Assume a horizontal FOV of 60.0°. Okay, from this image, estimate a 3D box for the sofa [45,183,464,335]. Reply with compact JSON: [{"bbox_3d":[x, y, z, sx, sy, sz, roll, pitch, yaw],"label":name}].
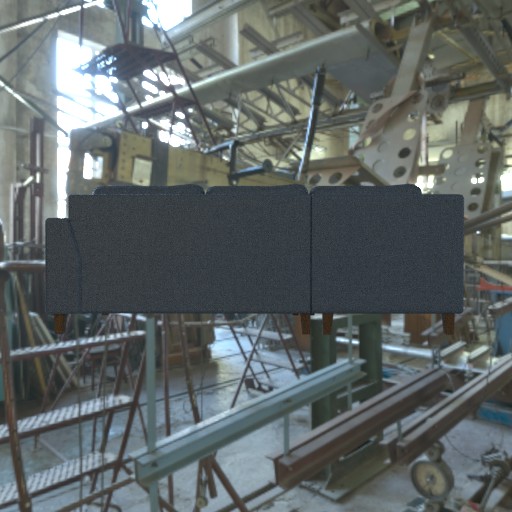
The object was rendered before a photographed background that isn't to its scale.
[{"bbox_3d":[0.000,0.000,3.148,2.120,0.787,1.829,0,1,0],"label":"sofa"}]
